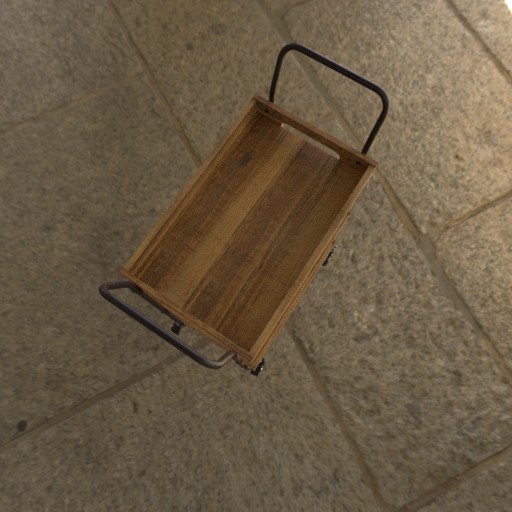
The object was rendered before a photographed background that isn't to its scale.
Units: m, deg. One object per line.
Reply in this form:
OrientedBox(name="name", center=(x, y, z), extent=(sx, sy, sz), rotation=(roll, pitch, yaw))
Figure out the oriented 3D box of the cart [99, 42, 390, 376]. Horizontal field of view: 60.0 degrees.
OrientedBox(name="cart", center=(0.000, 0.000, 1.160), extent=(0.339, 0.857, 0.583), rotation=(32, 77, 9))
